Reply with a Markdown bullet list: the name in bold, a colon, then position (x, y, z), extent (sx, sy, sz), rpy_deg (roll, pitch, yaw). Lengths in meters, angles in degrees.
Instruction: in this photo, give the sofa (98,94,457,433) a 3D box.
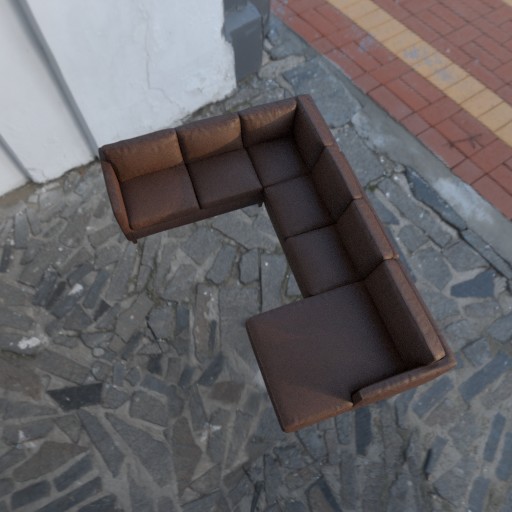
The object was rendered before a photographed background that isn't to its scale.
- **sofa**: position (0.000, 0.000, 4.632), extent (2.593, 0.923, 3.460), rpy_deg (-17, 65, -8)
